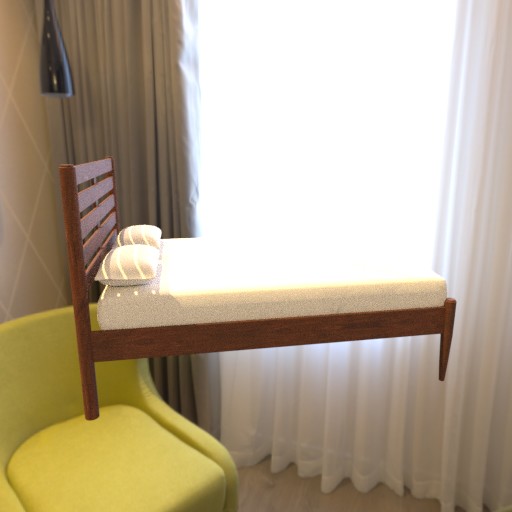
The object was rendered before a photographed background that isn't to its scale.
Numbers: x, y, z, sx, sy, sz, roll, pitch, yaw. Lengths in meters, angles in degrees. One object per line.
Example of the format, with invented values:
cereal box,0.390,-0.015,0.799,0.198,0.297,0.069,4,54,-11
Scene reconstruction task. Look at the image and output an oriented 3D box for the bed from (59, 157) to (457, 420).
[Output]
bed,0.000,0.000,3.045,2.093,1.304,1.509,-3,14,-10
